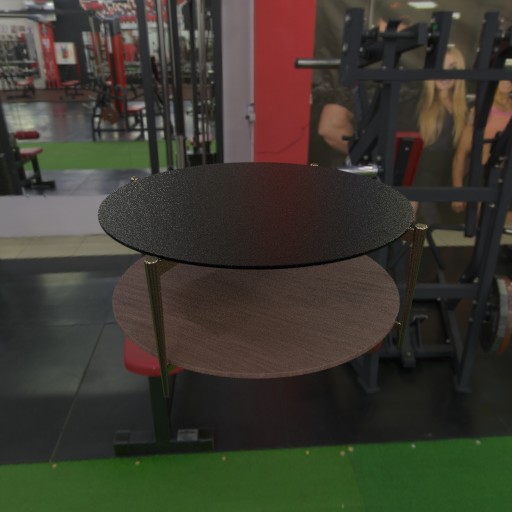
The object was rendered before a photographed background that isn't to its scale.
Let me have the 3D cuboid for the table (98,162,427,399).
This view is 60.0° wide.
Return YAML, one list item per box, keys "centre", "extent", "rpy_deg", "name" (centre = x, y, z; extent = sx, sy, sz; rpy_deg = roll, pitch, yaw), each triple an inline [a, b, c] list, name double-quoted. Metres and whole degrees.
- centre: [0.000, 0.000, 1.466]
  extent: [0.938, 0.400, 0.938]
  rpy_deg: [-1, 26, -2]
  name: "table"
